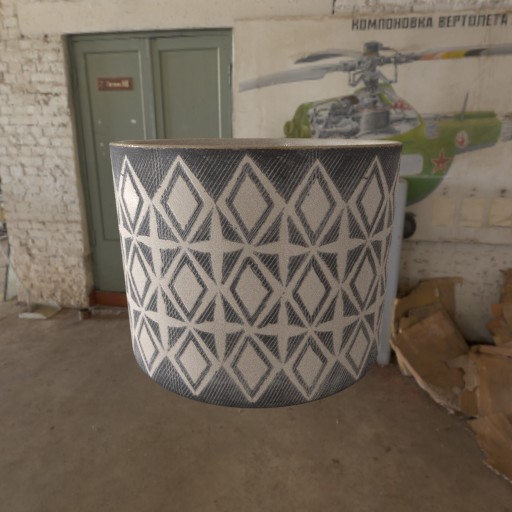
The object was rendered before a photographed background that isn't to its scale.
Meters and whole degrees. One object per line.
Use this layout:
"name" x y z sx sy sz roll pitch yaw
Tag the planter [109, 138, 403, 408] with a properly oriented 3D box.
"planter" 0.000 0.000 0.327 0.192 0.165 0.192 0 16 0
